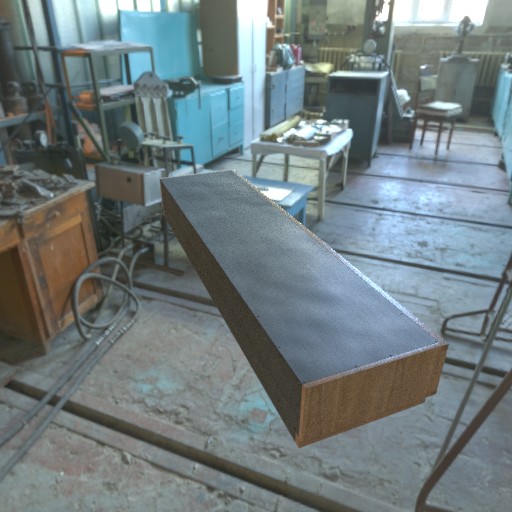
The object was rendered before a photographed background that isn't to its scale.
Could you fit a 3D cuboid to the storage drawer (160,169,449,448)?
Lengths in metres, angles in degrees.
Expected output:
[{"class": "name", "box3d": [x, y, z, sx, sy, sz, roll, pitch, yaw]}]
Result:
[{"class": "storage drawer", "box3d": [0.000, 0.000, 2.224, 0.538, 0.264, 2.032, -11, 30, -20]}]
